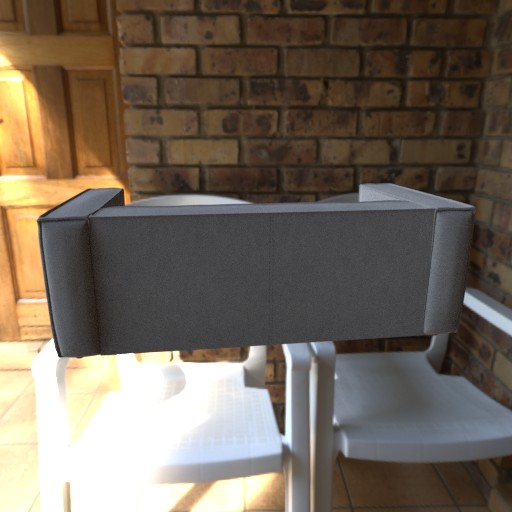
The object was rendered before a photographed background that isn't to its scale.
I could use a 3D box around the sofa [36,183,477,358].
[{"bbox_3d":[0.000,0.000,2.485,1.995,0.680,1.038,-2,16,-8],"label":"sofa"}]
